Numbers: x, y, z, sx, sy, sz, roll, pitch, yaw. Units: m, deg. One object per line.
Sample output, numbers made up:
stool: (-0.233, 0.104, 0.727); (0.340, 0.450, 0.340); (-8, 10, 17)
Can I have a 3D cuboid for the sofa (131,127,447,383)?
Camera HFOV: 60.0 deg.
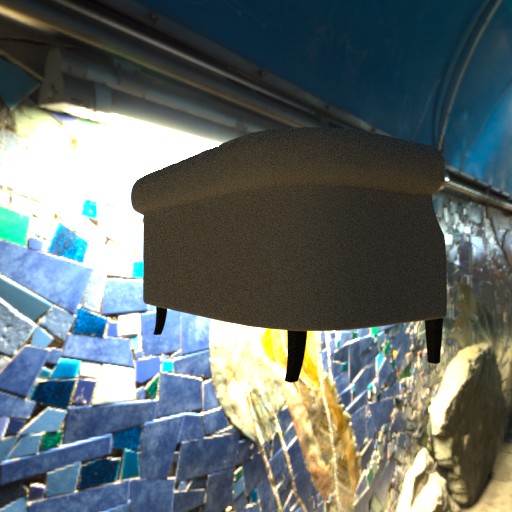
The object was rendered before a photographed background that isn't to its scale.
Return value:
sofa: (0.000, 0.000, 2.045); (0.835, 0.827, 1.558); (0, 0, -36)
